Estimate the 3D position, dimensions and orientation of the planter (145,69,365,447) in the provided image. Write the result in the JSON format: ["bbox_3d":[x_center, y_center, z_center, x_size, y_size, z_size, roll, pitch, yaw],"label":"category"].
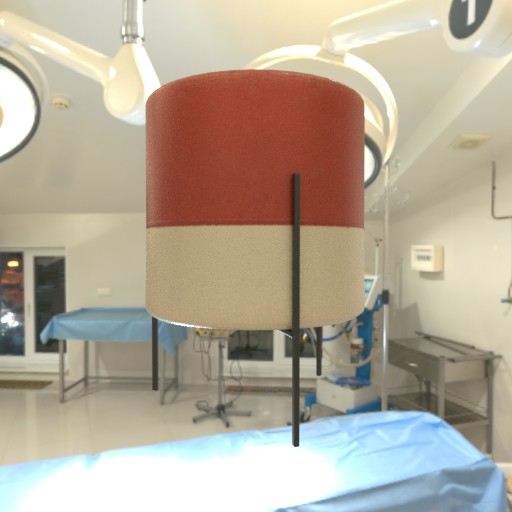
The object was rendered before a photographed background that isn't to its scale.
[{"bbox_3d":[0.000,0.000,0.712,0.345,0.465,0.354,0,1,-17],"label":"planter"}]
